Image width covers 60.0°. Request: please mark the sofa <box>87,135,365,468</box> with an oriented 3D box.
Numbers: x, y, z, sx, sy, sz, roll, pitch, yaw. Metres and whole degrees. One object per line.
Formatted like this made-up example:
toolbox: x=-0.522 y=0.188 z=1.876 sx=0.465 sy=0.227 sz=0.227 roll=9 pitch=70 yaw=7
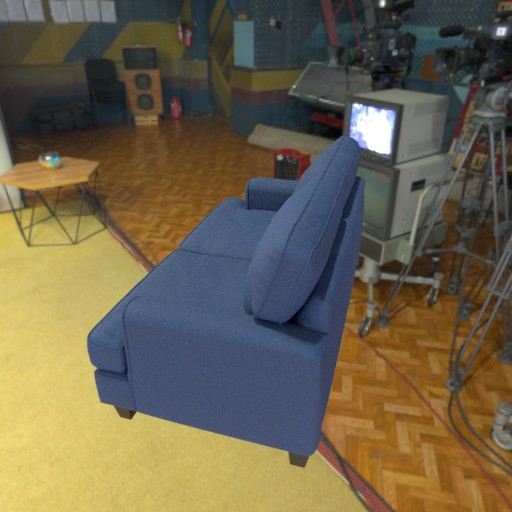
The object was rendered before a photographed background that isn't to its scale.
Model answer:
sofa: x=0.000 y=0.000 z=2.273 sx=0.965 sy=0.965 sz=1.651 roll=8 pitch=29 yaw=15
